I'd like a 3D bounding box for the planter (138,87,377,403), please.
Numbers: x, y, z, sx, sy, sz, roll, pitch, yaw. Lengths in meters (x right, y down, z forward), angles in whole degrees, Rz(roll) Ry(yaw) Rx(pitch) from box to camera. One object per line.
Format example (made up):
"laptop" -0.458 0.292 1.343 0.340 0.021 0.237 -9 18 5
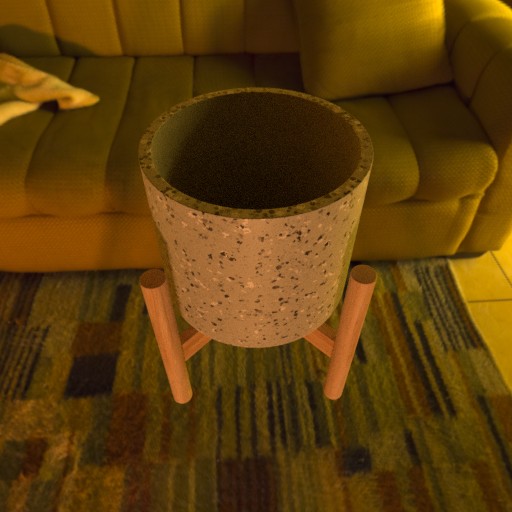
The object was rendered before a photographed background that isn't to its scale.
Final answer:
"planter" 0.000 0.000 0.541 0.284 0.320 0.284 -18 49 -16
